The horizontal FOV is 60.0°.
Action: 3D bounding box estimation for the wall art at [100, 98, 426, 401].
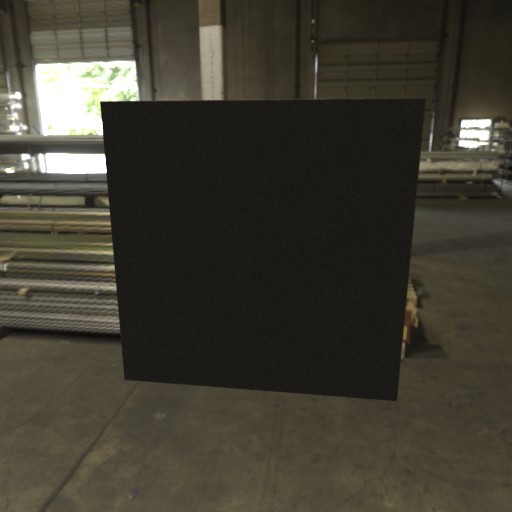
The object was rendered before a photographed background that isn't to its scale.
[{"bbox_3d":[0.000,0.000,1.146,0.762,0.762,0.038,2,15,8],"label":"wall art"}]
